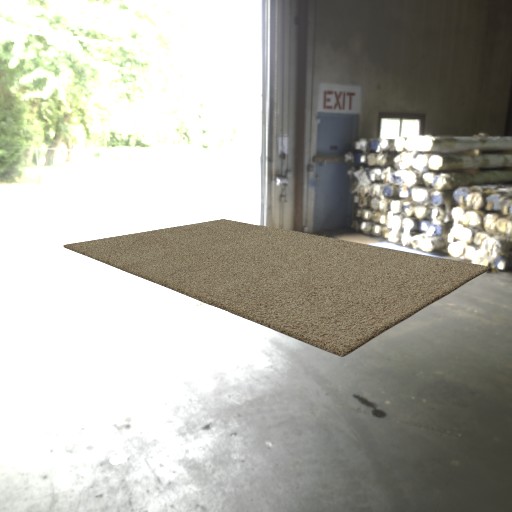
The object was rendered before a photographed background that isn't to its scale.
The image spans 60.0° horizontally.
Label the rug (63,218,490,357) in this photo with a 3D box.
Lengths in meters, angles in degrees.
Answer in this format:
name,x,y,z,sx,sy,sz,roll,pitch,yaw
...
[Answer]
name,x,y,z,sx,sy,sz,roll,pitch,yaw
rug,0.000,0.000,3.339,2.743,0.030,1.778,14,20,43
